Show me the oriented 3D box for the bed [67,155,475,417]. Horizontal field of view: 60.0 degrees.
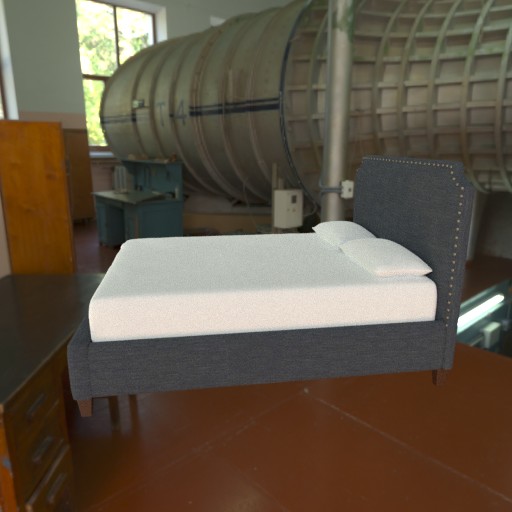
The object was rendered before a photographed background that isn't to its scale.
[{"bbox_3d":[0.000,0.000,3.348,2.372,1.443,1.713,-2,15,-8],"label":"bed"}]
